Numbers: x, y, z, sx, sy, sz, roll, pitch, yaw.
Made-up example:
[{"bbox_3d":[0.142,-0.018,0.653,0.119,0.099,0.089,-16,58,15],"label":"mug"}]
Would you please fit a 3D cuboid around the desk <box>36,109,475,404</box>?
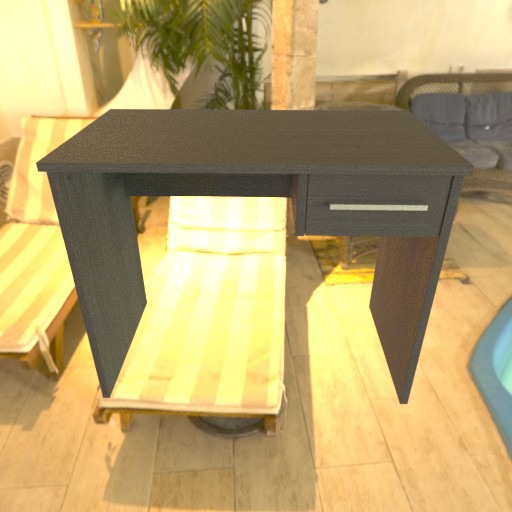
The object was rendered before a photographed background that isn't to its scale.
[{"bbox_3d":[0.000,0.000,1.298,0.893,0.724,0.498,1,31,1],"label":"desk"}]
